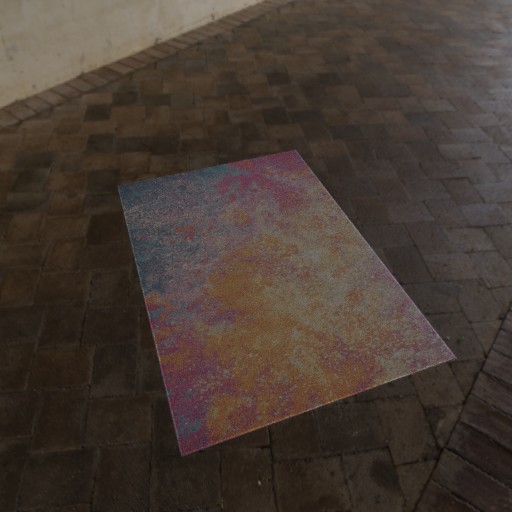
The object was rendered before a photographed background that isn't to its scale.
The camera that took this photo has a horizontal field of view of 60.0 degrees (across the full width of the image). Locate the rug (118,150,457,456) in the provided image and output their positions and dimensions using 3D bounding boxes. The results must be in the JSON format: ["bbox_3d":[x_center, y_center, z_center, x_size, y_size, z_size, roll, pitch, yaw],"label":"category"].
[{"bbox_3d":[0.000,0.000,3.874,2.007,0.013,2.896,-14,47,-14],"label":"rug"}]
